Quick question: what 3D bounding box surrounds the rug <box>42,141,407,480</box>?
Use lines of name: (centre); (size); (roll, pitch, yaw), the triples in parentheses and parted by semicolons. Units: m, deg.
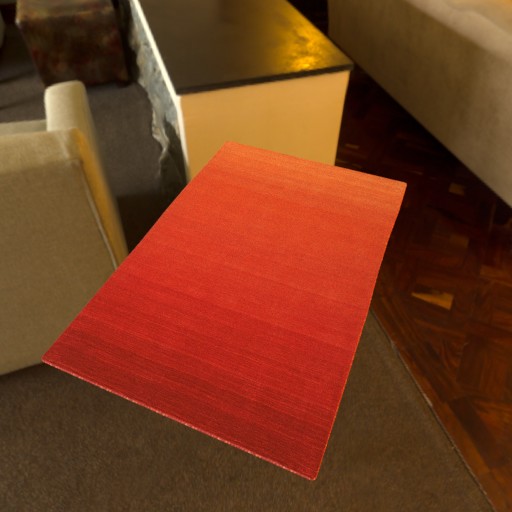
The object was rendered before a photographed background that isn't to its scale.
rug: (0.000, 0.000, 2.293); (1.230, 0.018, 1.835); (17, 49, 16)
